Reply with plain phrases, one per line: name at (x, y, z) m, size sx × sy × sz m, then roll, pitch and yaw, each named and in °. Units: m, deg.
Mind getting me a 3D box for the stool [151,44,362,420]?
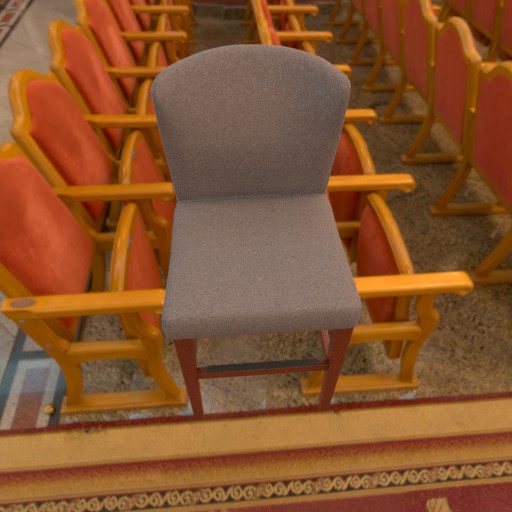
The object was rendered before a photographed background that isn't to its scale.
stool at (0.000, 0.000, 1.269) m, size 0.481 × 0.968 × 0.568 m, roll -3°, pitch 46°, yaw -3°
